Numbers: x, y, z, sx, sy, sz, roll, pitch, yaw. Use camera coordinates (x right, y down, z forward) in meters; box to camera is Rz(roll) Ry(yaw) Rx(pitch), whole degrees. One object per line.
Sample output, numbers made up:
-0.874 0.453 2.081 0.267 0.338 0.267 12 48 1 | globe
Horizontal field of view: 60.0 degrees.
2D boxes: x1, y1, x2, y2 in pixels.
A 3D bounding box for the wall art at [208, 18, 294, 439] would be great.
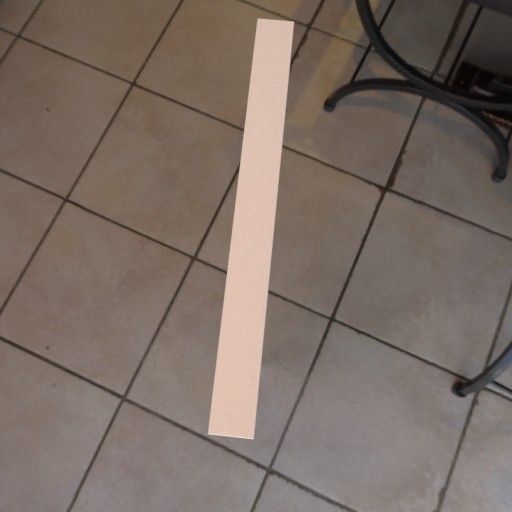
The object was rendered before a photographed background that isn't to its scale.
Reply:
0.000 0.000 0.608 0.038 0.406 0.406 6 76 1 | wall art
